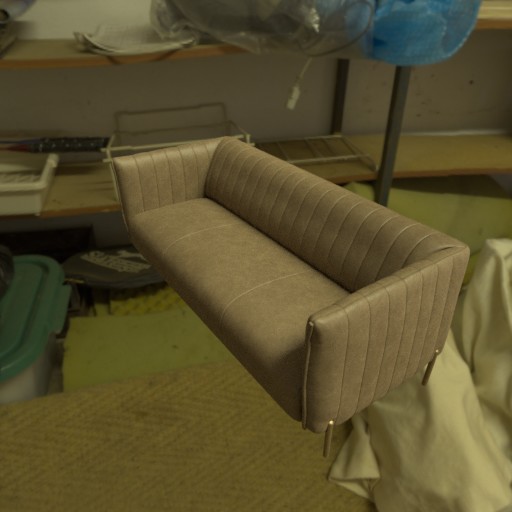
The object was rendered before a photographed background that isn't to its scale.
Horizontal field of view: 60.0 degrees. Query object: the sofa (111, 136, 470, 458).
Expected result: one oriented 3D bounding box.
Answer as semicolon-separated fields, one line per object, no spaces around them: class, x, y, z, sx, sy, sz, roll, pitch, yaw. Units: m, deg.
sofa;0.000;0.000;2.472;0.876;0.779;1.980;-20;37;-29
